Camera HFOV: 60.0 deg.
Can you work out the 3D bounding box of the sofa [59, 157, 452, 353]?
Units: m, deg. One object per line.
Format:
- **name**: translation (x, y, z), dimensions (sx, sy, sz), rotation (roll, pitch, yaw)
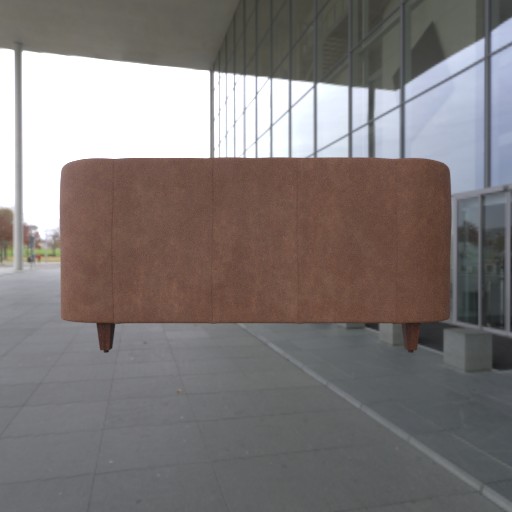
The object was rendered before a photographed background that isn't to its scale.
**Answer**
- **sofa**: translation (0.000, 0.000, 2.180), dimensions (1.755, 0.786, 0.914), rotation (0, 0, 0)
